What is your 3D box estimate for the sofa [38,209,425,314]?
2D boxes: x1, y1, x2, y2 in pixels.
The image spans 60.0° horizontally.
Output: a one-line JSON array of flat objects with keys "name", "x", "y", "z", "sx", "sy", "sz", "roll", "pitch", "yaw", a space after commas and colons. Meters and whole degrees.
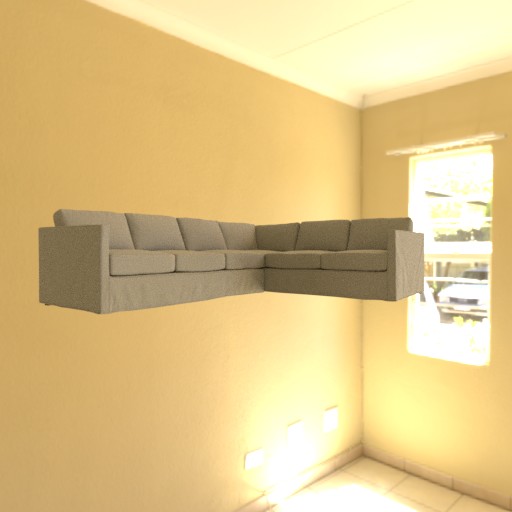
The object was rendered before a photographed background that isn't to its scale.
[{"name": "sofa", "x": 0.000, "y": 0.000, "z": 4.441, "sx": 2.432, "sy": 0.871, "sz": 3.182, "roll": 0, "pitch": 1, "yaw": 36}]
